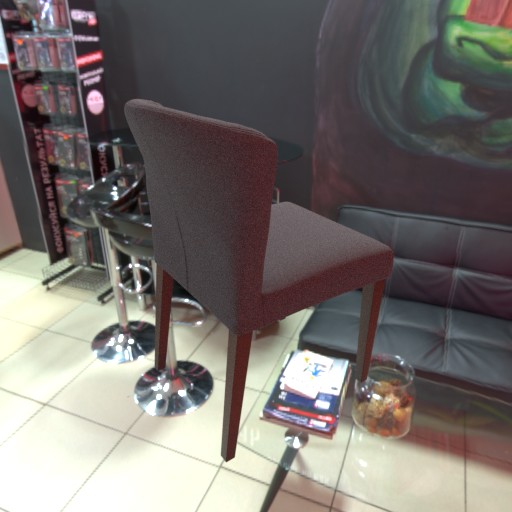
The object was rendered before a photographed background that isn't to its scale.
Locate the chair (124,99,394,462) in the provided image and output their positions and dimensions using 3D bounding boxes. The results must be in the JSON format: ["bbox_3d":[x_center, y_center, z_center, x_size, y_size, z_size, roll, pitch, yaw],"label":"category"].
[{"bbox_3d":[0.000,0.000,1.213,0.592,0.839,0.491,-17,31,-31],"label":"chair"}]
